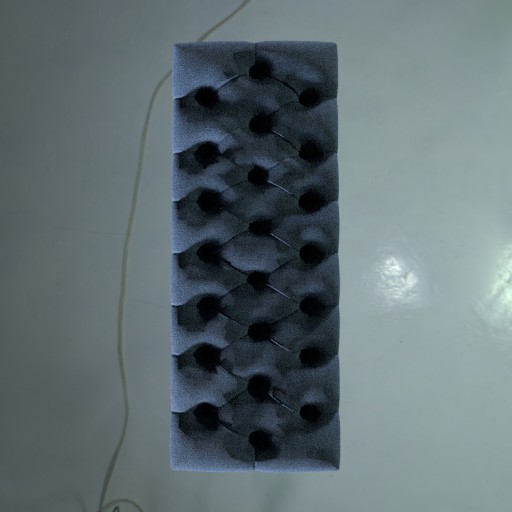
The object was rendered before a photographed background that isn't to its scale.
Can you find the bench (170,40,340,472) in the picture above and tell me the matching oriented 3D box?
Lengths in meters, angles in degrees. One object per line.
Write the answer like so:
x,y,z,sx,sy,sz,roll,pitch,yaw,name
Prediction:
0.000,0.000,1.288,0.417,0.492,1.052,0,88,1,bench
